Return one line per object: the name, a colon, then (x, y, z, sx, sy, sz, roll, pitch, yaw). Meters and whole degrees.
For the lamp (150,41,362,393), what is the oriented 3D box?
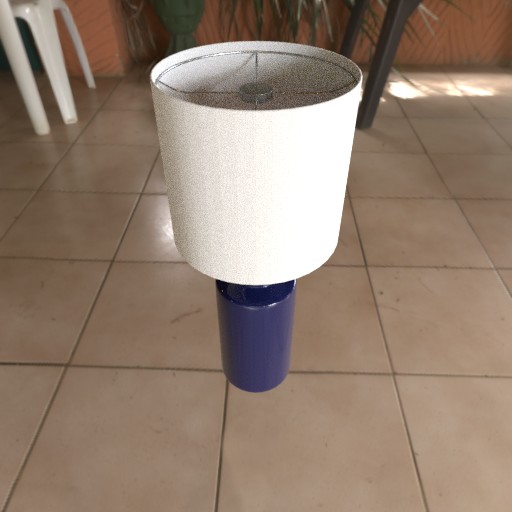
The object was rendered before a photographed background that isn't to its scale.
lamp: (0.000, 0.000, 0.607, 0.212, 0.493, 0.212, 0, 40, 0)
